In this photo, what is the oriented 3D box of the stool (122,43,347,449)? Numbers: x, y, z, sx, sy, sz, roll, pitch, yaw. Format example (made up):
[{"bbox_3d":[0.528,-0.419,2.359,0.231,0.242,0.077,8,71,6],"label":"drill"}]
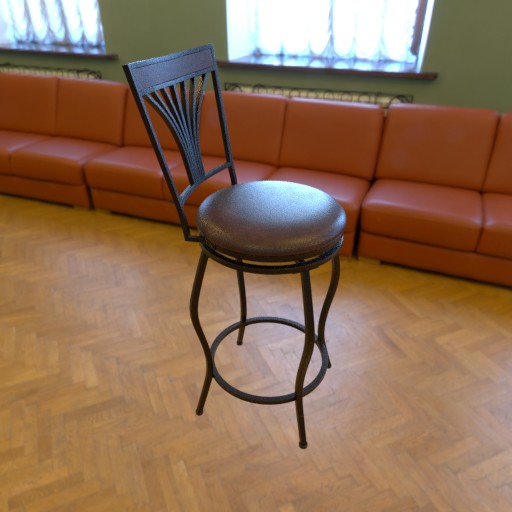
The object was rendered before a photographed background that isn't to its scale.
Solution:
[{"bbox_3d":[0.000,0.000,1.348,0.514,1.117,0.433,11,33,17],"label":"stool"}]
